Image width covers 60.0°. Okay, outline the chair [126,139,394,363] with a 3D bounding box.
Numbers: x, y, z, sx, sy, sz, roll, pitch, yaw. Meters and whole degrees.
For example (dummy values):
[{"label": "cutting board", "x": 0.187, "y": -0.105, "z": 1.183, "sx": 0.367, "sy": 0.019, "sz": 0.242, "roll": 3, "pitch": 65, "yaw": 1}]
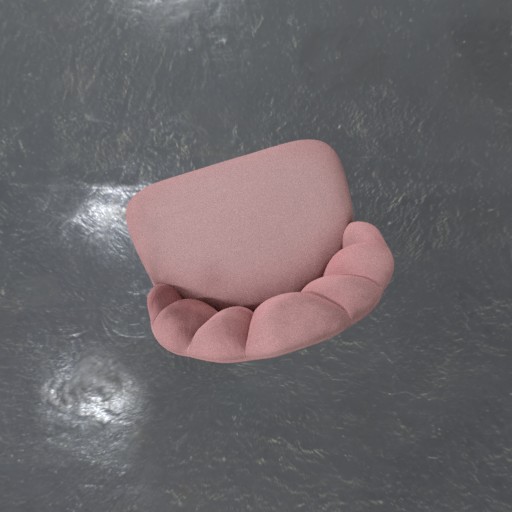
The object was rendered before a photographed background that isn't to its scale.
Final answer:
[{"label": "chair", "x": 0.000, "y": 0.000, "z": 1.305, "sx": 0.657, "sy": 0.819, "sz": 0.599, "roll": -18, "pitch": 76, "yaw": -5}]
